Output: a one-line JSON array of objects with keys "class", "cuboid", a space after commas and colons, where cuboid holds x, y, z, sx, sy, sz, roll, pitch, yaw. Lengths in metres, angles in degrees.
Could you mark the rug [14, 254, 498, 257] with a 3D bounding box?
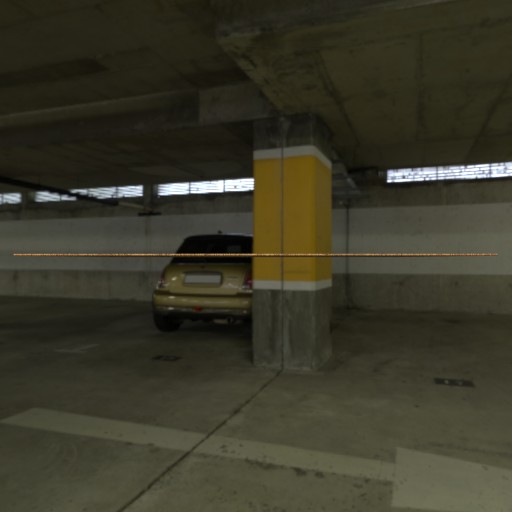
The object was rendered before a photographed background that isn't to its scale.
[{"class": "rug", "cuboid": [0.000, 0.000, 2.160, 1.747, 0.006, 1.143, 0, 0, 2]}]
